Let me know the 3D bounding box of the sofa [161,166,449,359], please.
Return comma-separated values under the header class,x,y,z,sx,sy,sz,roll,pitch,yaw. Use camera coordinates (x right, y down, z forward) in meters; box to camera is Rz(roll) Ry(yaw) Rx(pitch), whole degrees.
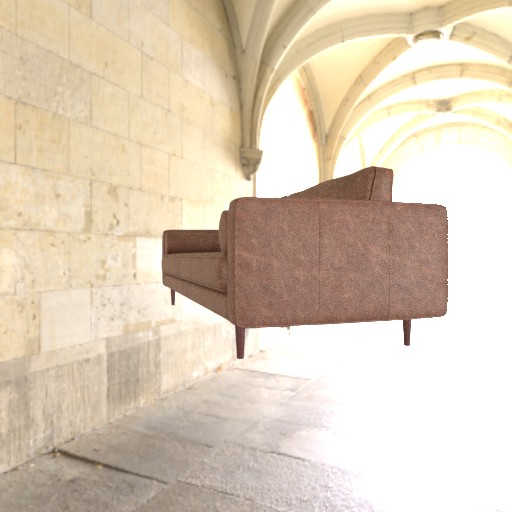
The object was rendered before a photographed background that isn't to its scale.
class,x,y,z,sx,sy,sz,roll,pitch,yaw
sofa,0.000,0.000,2.657,0.914,0.762,2.210,0,0,-18
